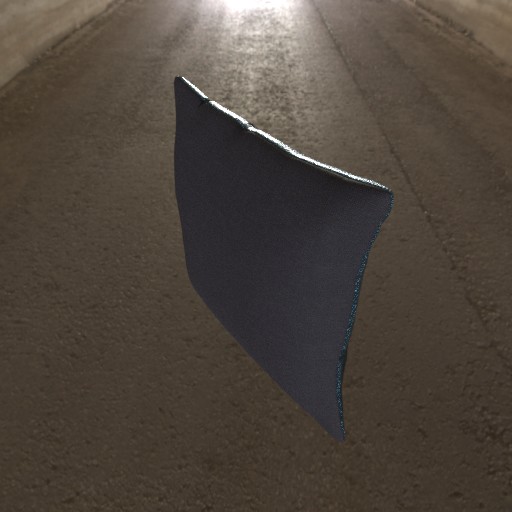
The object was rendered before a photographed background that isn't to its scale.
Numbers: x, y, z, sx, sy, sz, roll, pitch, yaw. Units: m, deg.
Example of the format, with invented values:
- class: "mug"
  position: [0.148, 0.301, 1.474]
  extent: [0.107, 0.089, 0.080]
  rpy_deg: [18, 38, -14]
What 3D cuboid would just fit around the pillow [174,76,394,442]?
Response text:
- class: "pillow"
  position: [0.000, 0.000, 0.663]
  extent: [0.138, 0.430, 0.436]
  rpy_deg: [-24, 44, -27]
